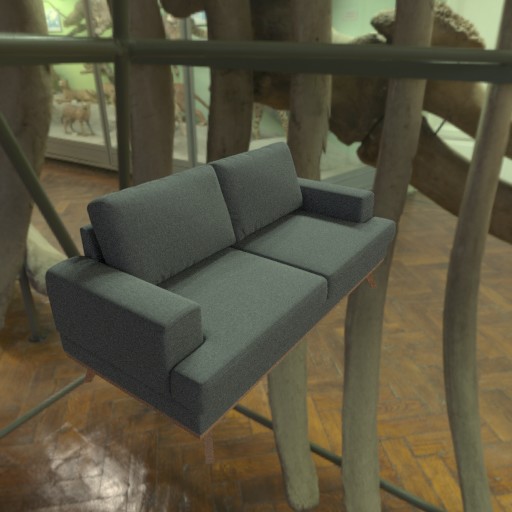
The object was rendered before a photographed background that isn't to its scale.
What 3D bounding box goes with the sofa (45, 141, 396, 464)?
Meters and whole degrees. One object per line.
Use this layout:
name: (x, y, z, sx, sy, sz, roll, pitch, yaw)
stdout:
sofa: (0.000, 0.000, 2.085, 0.785, 0.810, 1.650, 17, 31, 31)
